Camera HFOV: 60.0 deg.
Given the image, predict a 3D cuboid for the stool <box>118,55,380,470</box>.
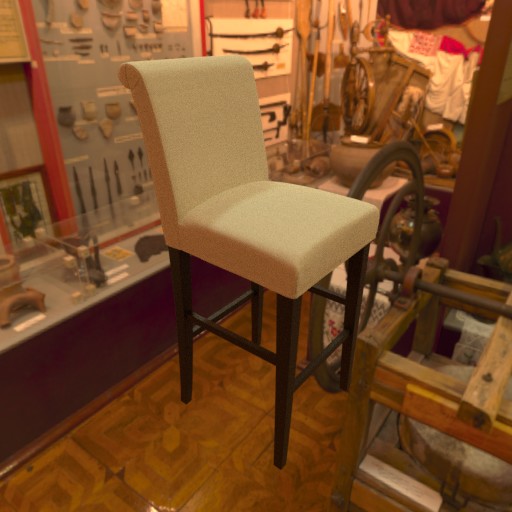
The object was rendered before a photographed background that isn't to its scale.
[{"bbox_3d":[0.000,0.000,1.398,0.597,1.124,0.452,20,33,33],"label":"stool"}]
